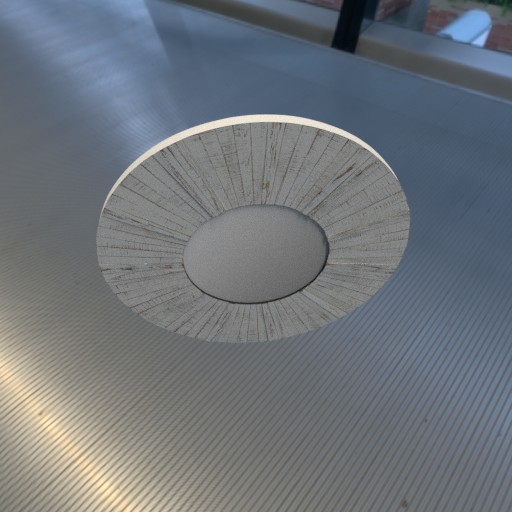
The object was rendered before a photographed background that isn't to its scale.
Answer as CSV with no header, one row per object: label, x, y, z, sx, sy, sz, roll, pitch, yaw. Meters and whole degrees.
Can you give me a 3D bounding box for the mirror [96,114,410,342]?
mirror,0.000,0.000,1.338,0.914,0.914,0.038,-4,47,-4
